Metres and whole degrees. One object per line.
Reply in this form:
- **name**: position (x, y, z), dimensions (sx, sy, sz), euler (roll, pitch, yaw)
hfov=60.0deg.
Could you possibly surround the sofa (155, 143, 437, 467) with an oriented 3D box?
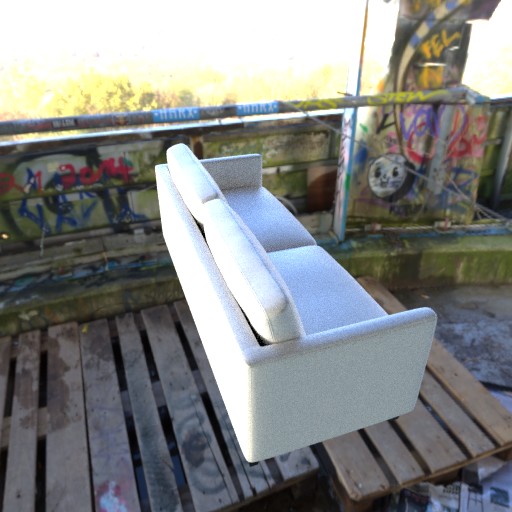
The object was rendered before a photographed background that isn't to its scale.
- **sofa**: position (0.000, 0.000, 2.962), dimensions (0.948, 0.965, 2.434), euler (-10, 33, -17)
